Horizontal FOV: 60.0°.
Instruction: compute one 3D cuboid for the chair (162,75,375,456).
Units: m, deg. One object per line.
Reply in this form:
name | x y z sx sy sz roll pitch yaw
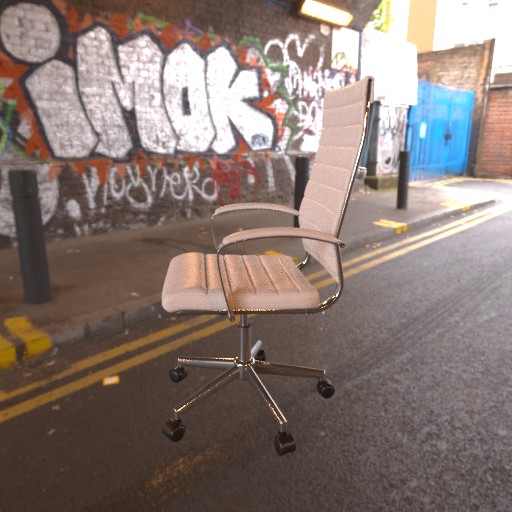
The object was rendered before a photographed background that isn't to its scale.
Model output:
chair | 0.000 0.000 1.565 0.679 1.149 0.679 -2 15 -7
